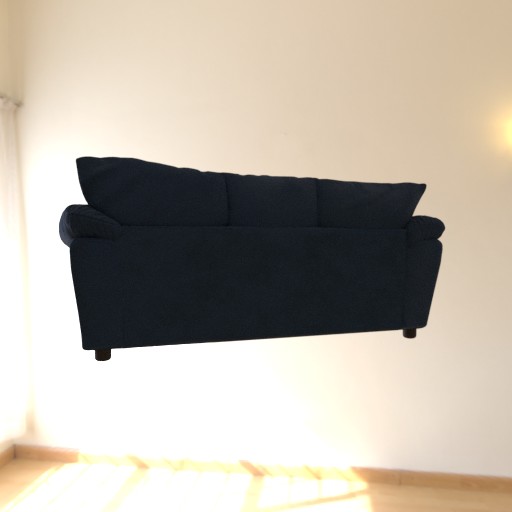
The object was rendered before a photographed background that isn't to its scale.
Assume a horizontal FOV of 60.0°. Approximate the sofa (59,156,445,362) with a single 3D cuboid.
[{"bbox_3d":[0.000,0.000,2.900,2.390,1.091,0.907,0,2,-17],"label":"sofa"}]
